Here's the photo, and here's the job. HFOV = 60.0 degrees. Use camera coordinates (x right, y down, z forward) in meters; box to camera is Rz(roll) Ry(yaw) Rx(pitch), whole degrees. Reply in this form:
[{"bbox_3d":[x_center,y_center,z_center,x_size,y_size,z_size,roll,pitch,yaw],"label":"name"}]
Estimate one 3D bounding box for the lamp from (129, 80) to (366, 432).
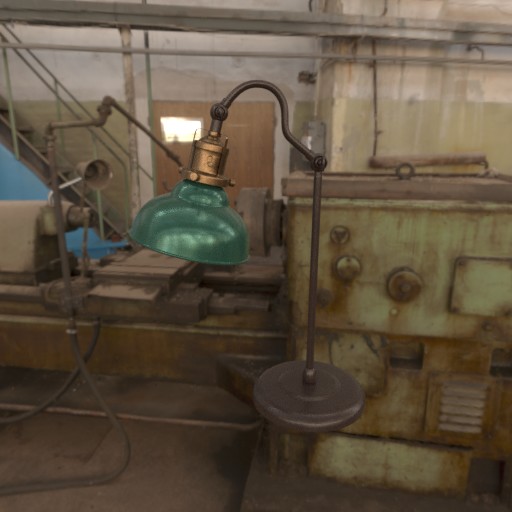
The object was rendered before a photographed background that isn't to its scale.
[{"bbox_3d":[0.000,0.000,0.683,0.374,0.508,0.192,-2,15,-8],"label":"lamp"}]
